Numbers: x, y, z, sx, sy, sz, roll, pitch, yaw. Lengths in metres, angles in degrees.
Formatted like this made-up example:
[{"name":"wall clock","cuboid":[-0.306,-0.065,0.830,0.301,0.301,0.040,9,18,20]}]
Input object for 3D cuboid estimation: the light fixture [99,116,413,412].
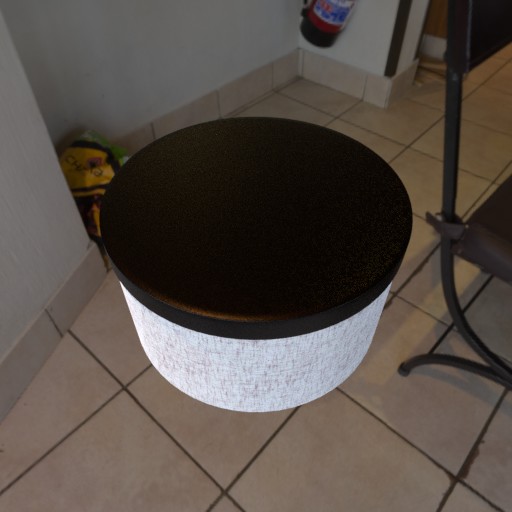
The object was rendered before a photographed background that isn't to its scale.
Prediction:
[{"name":"light fixture","cuboid":[0.000,0.000,0.647,0.389,0.229,0.389,0,47,0]}]
